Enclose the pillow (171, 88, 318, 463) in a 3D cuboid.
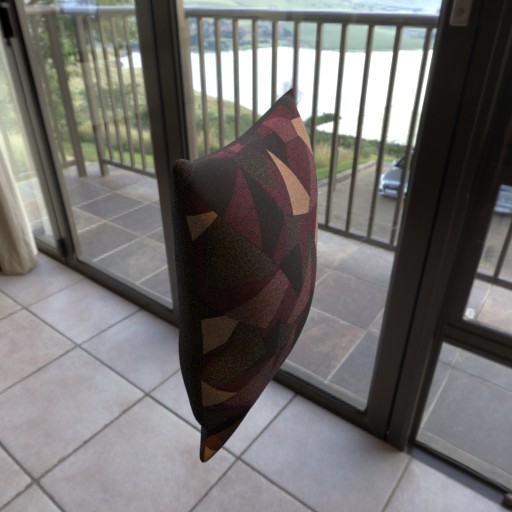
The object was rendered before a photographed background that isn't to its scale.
[{"bbox_3d":[0.000,0.000,0.784,0.208,0.496,0.503,10,32,16],"label":"pillow"}]
